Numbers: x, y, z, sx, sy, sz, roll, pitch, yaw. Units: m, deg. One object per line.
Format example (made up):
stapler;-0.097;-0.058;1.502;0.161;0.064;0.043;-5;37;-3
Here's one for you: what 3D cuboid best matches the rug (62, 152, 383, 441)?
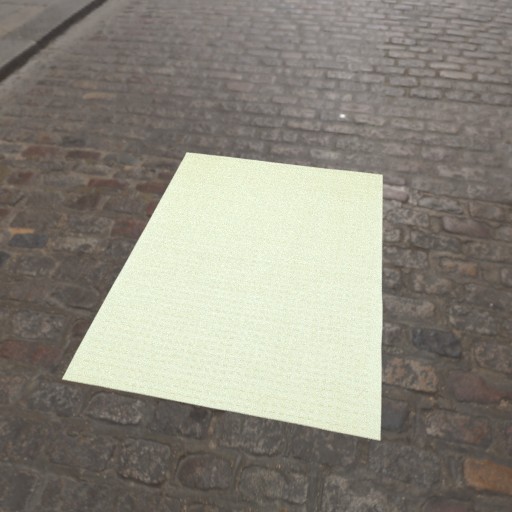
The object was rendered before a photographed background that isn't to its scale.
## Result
rug;0.000;0.000;4.371;2.452;0.016;3.204;8;47;8
